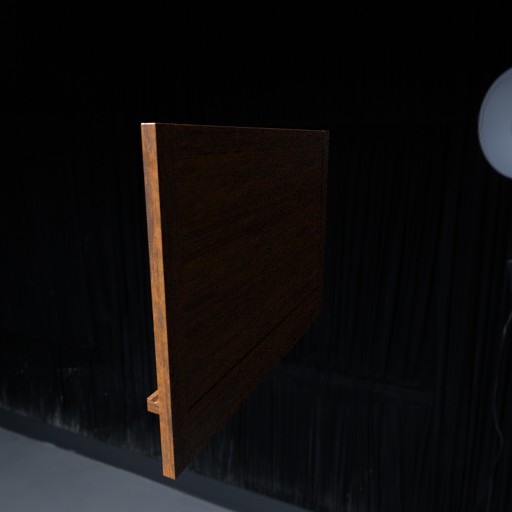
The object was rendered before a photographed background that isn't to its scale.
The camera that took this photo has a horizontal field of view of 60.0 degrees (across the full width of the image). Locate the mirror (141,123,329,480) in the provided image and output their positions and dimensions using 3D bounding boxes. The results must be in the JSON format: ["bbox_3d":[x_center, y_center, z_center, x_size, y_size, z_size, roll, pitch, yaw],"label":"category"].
[{"bbox_3d":[0.000,0.000,0.972,0.084,0.537,0.758,7,16,25],"label":"mirror"}]
